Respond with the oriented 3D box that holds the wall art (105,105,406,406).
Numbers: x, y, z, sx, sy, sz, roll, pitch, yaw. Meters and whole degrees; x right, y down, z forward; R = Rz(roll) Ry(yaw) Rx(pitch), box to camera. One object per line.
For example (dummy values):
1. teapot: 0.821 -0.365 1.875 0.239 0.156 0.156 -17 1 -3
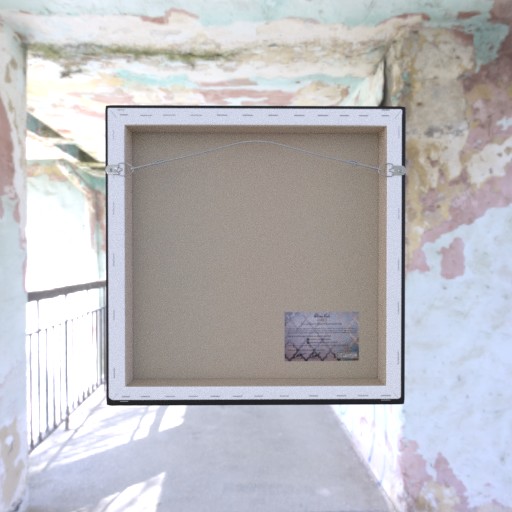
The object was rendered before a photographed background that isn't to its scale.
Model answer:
1. wall art: 0.000 0.000 0.615 0.406 0.407 0.041 0 1 -1
